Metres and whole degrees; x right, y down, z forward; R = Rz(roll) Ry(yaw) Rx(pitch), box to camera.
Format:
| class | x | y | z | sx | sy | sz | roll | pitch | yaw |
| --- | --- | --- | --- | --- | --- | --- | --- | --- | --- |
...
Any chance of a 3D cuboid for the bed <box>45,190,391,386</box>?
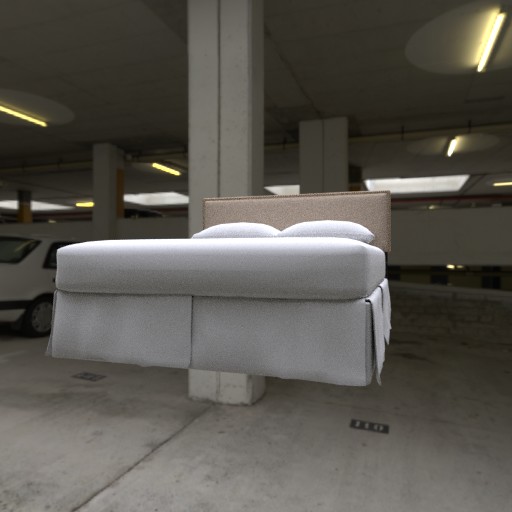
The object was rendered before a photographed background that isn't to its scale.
| class | x | y | z | sx | sy | sz | roll | pitch | yaw |
| --- | --- | --- | --- | --- | --- | --- | --- | --- | --- |
| bed | 0.000 | 0.000 | 2.809 | 1.616 | 1.016 | 1.876 | 0 | 0 | 18 |
